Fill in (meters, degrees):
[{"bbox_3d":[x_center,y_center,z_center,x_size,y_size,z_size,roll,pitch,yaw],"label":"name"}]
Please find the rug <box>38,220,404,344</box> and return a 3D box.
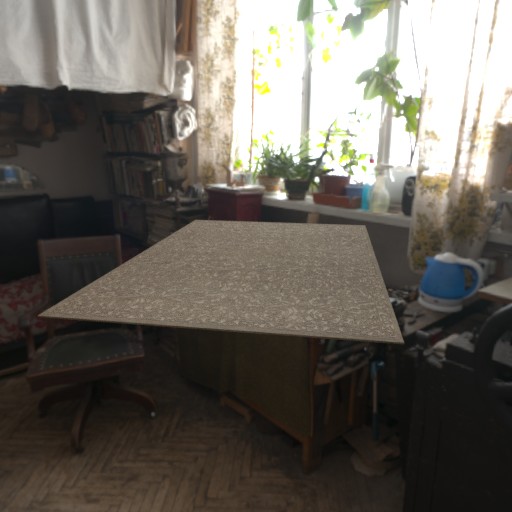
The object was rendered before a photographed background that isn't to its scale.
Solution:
[{"bbox_3d":[0.000,0.000,2.303,1.221,0.006,1.827,3,15,9],"label":"rug"}]
